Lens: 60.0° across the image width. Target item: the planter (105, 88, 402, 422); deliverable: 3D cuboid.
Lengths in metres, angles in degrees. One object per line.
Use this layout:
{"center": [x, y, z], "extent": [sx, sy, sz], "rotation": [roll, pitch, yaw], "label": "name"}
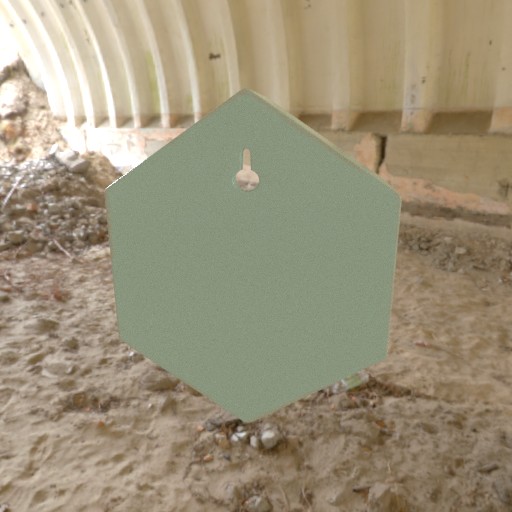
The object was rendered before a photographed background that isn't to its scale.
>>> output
{"center": [0.000, 0.000, 0.298], "extent": [0.169, 0.207, 0.078], "rotation": [2, 16, 8], "label": "planter"}
